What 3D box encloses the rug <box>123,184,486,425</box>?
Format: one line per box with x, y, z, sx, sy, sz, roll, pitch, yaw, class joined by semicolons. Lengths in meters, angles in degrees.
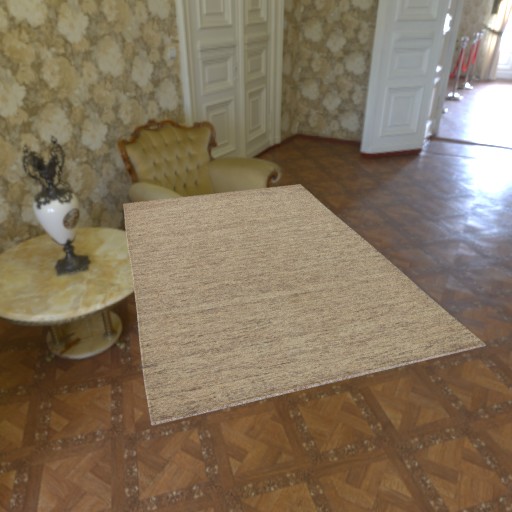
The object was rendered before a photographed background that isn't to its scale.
0.000;0.000;2.824;1.547;0.013;2.283;-9;30;-15;rug
